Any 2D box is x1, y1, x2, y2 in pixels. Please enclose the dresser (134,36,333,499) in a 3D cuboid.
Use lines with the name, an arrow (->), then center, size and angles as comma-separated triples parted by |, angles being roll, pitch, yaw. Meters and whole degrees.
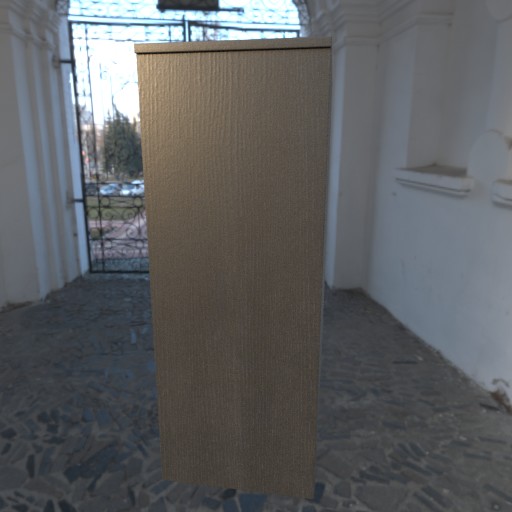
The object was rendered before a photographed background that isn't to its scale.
dresser -> 0.000, 0.000, 1.298 | 0.398, 1.020, 0.700 | 2, 15, 9
